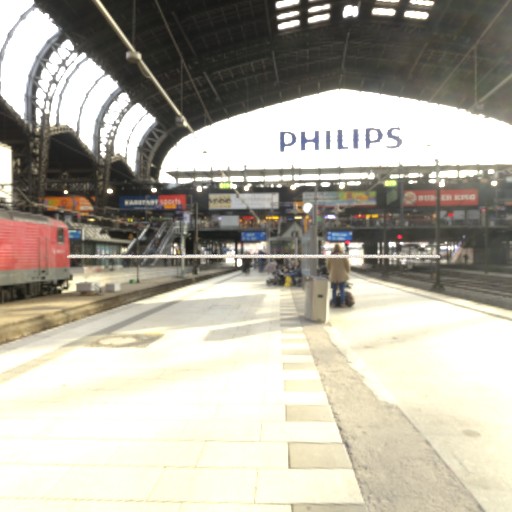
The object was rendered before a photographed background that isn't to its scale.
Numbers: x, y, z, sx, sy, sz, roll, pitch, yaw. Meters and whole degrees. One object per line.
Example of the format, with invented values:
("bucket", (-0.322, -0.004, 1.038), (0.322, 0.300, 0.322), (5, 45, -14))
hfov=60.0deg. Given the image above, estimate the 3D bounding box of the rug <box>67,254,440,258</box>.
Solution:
("rug", (0.000, 0.000, 2.923), (1.514, 0.014, 2.275), (0, 0, 1))
